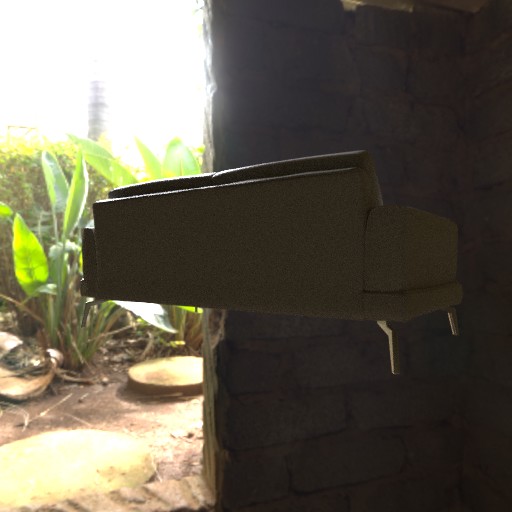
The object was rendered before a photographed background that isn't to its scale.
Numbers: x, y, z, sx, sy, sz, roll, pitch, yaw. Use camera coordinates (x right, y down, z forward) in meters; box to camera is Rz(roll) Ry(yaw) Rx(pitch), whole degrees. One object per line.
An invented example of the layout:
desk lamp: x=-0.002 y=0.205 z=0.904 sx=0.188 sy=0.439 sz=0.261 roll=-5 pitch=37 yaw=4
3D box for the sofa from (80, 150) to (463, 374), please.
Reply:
sofa: x=0.000 y=0.000 z=2.730 sx=2.177 sy=0.930 sz=1.121 roll=-1 pitch=-1 yaw=35
